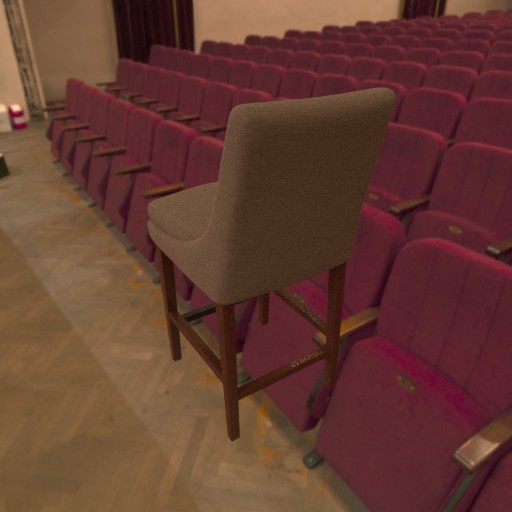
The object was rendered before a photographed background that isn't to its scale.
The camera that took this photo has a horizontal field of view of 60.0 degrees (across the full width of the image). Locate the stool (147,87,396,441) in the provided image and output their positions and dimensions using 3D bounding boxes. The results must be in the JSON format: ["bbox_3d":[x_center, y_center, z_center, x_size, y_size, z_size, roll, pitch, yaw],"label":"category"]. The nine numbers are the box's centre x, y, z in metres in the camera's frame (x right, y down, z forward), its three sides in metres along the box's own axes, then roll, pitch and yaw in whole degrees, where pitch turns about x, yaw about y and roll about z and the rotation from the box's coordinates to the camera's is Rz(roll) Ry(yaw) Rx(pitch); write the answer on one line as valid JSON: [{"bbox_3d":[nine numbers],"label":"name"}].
[{"bbox_3d":[0.000,0.000,1.323,0.470,0.981,0.577,-18,34,-28],"label":"stool"}]
